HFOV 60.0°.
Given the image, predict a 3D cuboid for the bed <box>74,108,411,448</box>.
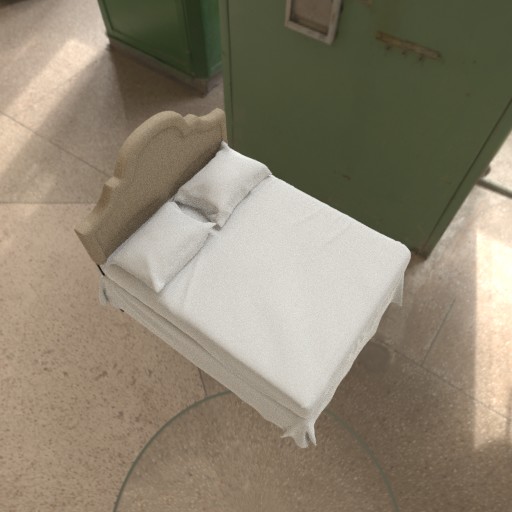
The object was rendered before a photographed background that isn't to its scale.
[{"bbox_3d":[0.000,0.000,3.446,2.222,1.634,1.780,32,63,18],"label":"bed"}]
